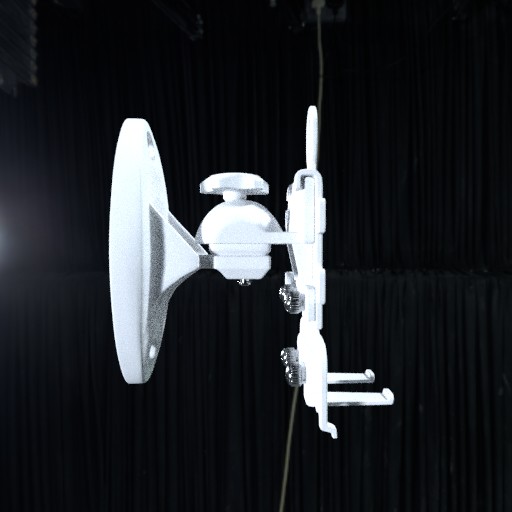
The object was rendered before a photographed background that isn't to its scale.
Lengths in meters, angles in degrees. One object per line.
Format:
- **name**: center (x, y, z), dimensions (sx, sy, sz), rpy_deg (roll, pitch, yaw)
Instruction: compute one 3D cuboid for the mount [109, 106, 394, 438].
- **mount**: center (0.000, 0.000, 0.176), dimensions (0.100, 0.118, 0.066), rpy_deg (0, 1, 0)
